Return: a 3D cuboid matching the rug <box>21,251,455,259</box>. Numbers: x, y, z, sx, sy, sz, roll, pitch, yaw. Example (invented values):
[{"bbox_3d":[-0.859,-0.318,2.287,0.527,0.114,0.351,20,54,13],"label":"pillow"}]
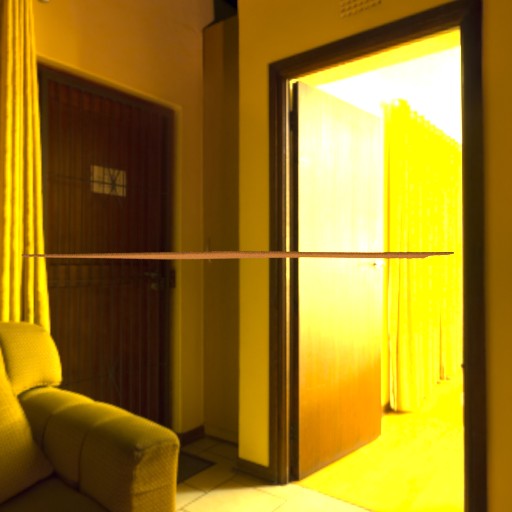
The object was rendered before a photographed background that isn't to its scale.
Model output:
[{"bbox_3d":[0.000,0.000,4.241,3.202,0.045,2.434,0,-1,17],"label":"rug"}]
